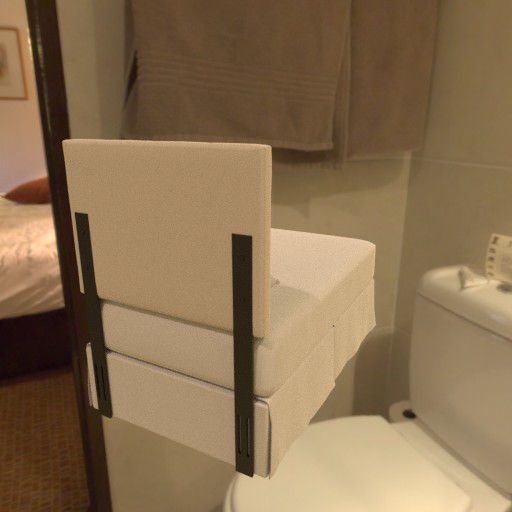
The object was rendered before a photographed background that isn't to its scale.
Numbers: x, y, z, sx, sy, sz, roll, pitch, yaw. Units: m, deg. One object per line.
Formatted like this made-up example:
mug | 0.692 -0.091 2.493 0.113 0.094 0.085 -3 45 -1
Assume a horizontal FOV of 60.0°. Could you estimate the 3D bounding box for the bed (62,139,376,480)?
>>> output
bed | 0.000 0.000 2.983 1.261 1.571 1.997 9 19 27
